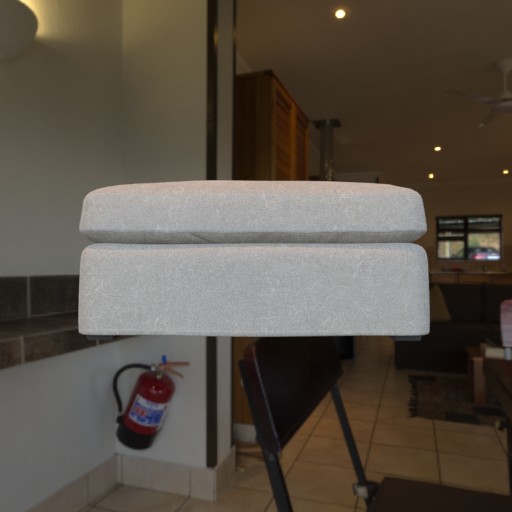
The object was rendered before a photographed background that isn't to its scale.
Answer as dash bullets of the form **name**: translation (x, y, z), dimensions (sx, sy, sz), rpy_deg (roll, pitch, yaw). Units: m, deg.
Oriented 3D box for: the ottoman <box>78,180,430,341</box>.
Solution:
- **ottoman**: translation (0.000, 0.000, 1.603), dimensions (0.840, 0.429, 1.199), rpy_deg (0, -2, 1)
